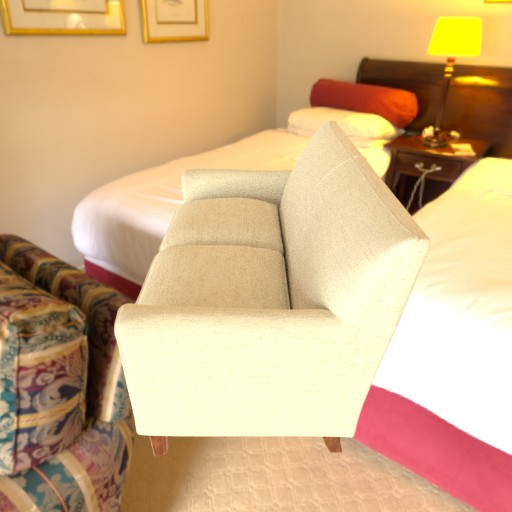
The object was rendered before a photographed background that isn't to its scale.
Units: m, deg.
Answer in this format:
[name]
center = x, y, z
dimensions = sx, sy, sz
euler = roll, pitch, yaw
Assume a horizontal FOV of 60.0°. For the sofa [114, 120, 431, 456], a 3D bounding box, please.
[sofa]
center = 0.000, 0.000, 1.968
dimensions = 0.891, 0.892, 1.482
euler = 0, 28, 0
